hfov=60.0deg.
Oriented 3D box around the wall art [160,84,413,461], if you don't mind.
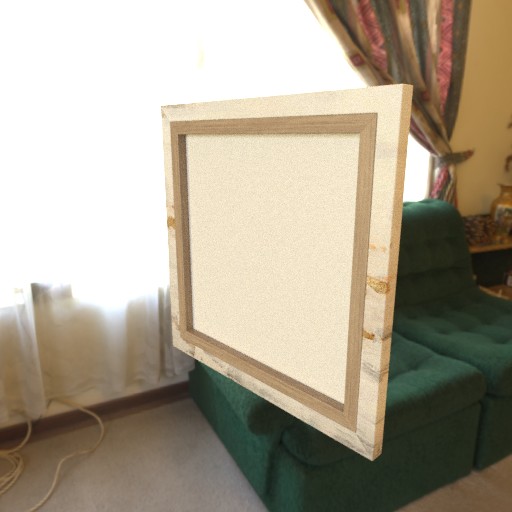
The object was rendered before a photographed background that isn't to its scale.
[{"bbox_3d":[0.000,0.000,1.120,0.038,0.755,0.753,-14,20,-42],"label":"wall art"}]
